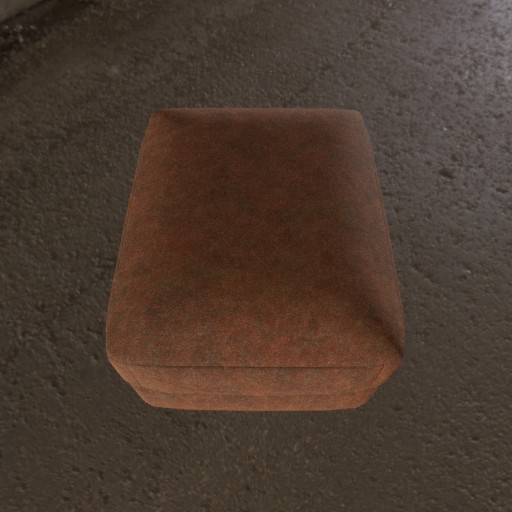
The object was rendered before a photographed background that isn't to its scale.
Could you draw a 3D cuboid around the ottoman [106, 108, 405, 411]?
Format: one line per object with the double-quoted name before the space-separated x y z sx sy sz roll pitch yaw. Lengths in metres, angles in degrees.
"ottoman" 0.000 0.000 1.201 0.635 0.508 0.787 0 57 0
